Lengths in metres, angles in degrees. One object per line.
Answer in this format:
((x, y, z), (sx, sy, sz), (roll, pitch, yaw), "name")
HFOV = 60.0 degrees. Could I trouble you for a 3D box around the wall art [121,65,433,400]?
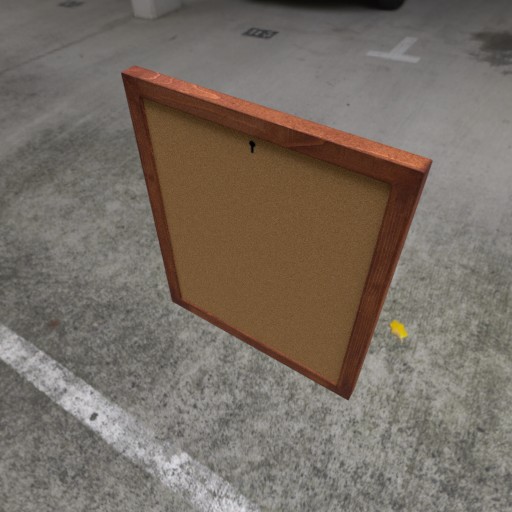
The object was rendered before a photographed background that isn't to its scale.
((0.000, 0.000, 0.785), (0.462, 0.558, 0.030), (25, 52, 22), "wall art")
